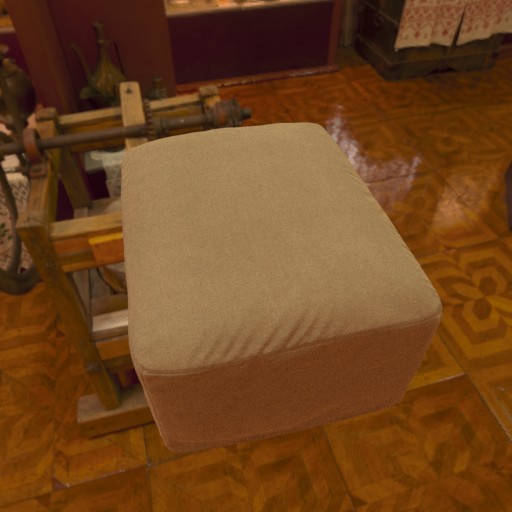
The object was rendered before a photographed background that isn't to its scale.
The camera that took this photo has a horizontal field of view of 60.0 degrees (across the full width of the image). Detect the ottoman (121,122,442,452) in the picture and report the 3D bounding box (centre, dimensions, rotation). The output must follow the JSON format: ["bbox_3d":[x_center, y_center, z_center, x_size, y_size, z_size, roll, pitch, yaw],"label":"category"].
[{"bbox_3d":[0.000,0.000,1.253,0.683,0.481,0.837,-10,47,-10],"label":"ottoman"}]
